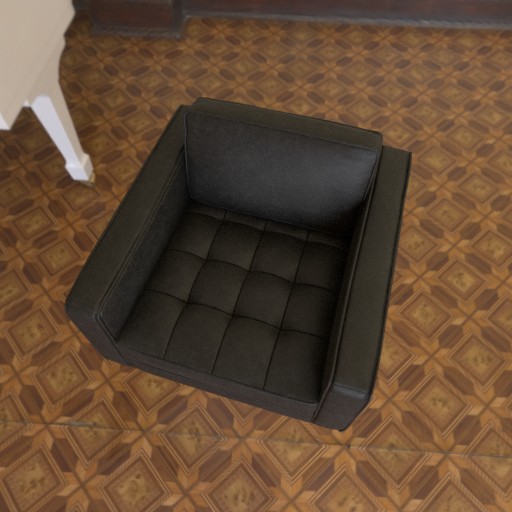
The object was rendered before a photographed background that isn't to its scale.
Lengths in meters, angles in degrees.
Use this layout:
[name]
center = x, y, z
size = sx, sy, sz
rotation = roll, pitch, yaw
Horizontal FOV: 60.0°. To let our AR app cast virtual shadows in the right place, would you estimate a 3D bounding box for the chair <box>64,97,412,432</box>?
[chair]
center = 0.000, 0.000, 1.547
size = 0.889, 0.763, 0.914
rotation = 14, 59, 9
